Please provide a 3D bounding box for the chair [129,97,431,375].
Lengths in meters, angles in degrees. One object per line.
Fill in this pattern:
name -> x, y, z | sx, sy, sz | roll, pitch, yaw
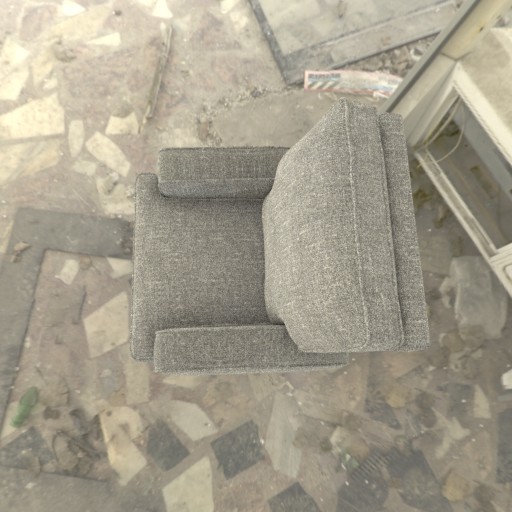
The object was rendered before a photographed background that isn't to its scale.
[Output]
chair -> 0.000, 0.000, 1.675 | 0.964, 0.962, 0.861 | -2, 76, 0
